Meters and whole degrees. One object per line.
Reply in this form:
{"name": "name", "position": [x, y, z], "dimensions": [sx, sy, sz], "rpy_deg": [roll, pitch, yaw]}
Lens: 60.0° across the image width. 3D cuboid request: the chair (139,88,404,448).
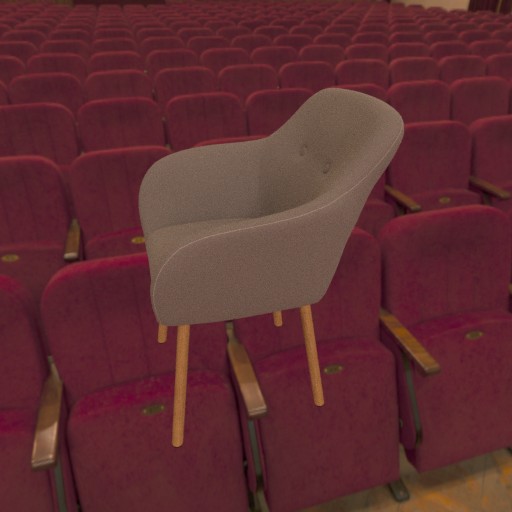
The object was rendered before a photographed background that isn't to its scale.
{"name": "chair", "position": [0.000, 0.000, 1.228], "dimensions": [0.590, 0.830, 0.570], "rpy_deg": [-8, 30, -14]}
